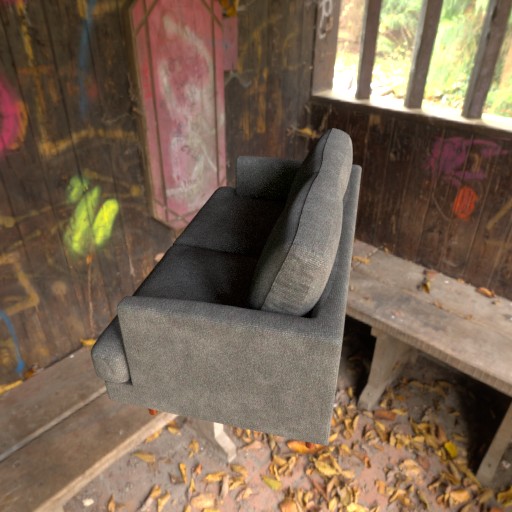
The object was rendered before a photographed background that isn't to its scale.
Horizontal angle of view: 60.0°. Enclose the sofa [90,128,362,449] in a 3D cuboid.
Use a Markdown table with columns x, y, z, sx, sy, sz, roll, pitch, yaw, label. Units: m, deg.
| x | y | z | sx | sy | sz | roll | pitch | yaw | label |
| --- | --- | --- | --- | --- | --- | --- | --- | --- | --- |
| 0.000 | 0.000 | 2.162 | 0.903 | 0.956 | 1.582 | 7 | 33 | 12 | sofa |
